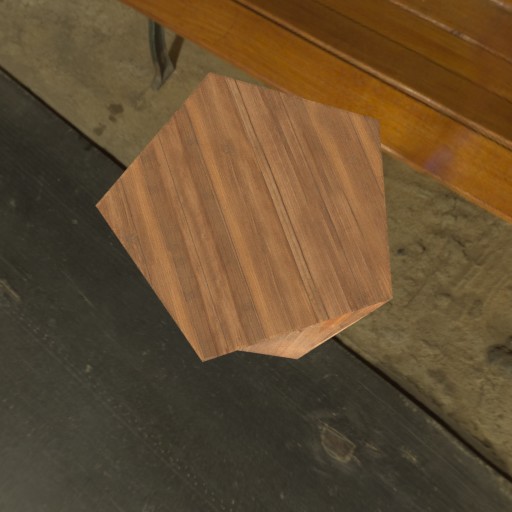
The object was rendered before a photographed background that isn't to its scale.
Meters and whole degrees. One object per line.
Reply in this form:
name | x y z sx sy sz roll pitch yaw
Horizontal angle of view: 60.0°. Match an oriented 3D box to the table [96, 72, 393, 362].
table | 0.000 0.000 0.903 0.441 0.604 0.425 2 76 0
